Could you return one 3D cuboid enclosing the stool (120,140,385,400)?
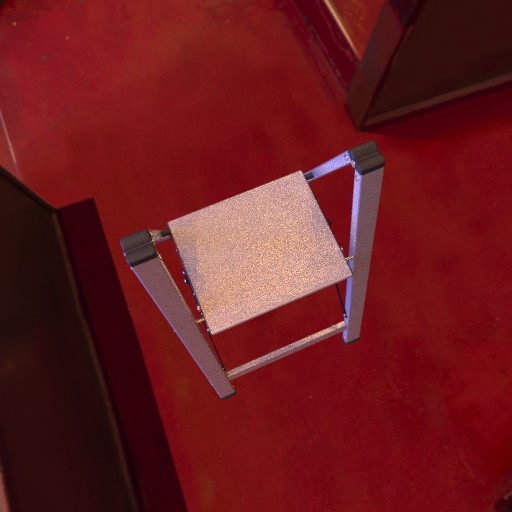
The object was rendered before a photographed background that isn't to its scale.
[{"bbox_3d":[0.000,0.000,1.013,0.440,0.670,0.535,-22,76,-6],"label":"stool"}]
